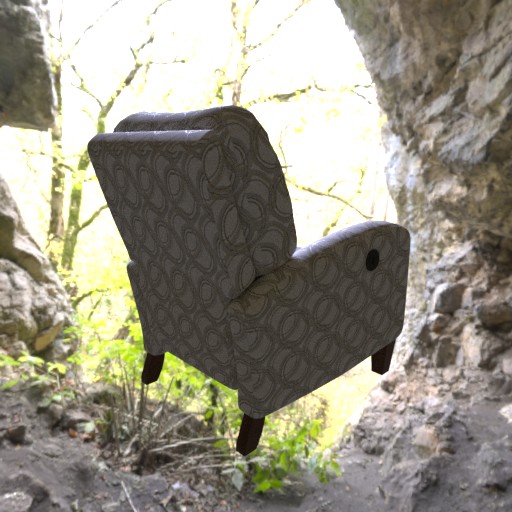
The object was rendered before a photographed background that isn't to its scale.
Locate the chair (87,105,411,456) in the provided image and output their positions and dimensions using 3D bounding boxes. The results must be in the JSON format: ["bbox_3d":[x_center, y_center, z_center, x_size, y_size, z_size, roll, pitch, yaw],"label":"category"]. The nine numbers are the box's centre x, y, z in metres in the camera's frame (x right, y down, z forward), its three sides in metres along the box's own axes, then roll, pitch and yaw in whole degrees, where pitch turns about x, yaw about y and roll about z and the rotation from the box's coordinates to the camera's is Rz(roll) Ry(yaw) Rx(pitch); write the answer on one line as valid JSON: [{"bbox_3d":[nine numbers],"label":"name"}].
[{"bbox_3d":[0.000,0.000,1.725,0.995,1.065,0.796,-14,20,-42],"label":"chair"}]
